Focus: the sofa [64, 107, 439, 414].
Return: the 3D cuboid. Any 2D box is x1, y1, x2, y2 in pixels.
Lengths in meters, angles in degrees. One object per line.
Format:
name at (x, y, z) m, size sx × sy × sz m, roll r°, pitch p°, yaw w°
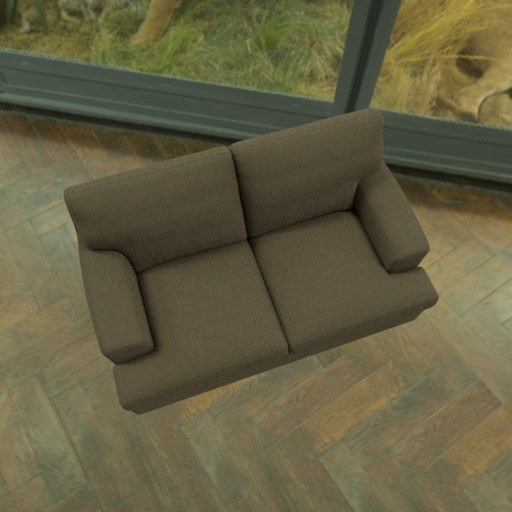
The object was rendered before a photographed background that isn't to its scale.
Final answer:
sofa at (0.000, 0.000, 2.523) m, size 1.869 × 0.950 × 1.140 m, roll -17°, pitch 64°, yaw -9°
